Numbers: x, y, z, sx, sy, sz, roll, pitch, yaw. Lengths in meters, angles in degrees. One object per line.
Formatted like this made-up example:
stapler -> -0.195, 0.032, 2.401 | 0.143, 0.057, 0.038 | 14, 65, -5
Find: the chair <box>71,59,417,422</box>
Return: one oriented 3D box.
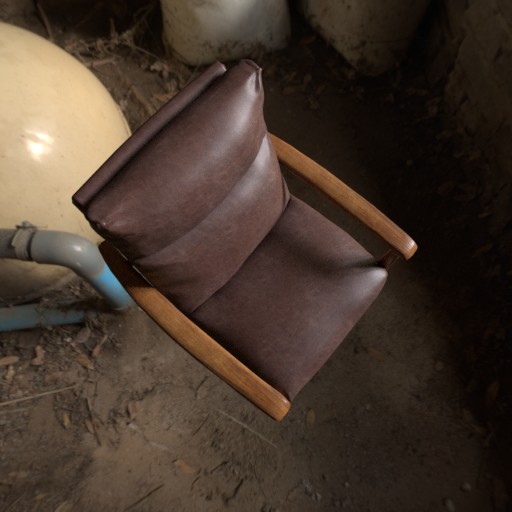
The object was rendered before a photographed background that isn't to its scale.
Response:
chair -> 0.000, 0.000, 1.524 | 0.830, 0.897, 0.782 | 40, 77, 11
